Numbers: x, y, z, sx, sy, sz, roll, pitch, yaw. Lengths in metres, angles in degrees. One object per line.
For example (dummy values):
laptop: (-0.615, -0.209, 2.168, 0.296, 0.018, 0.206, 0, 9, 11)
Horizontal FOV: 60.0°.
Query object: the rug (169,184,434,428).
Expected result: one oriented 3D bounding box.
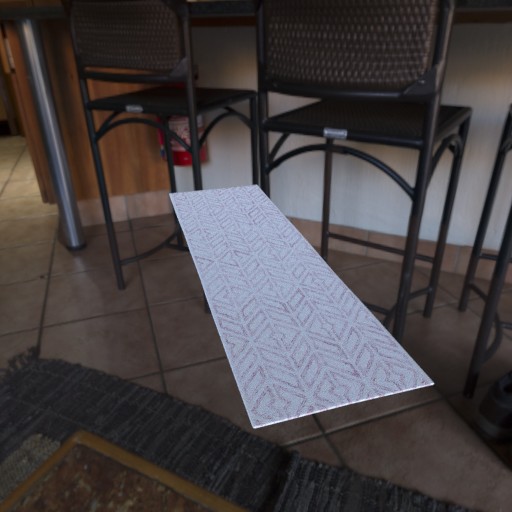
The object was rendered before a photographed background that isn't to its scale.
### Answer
rug: (0.000, 0.000, 2.687, 0.750, 0.009, 2.435, -8, 30, -15)
